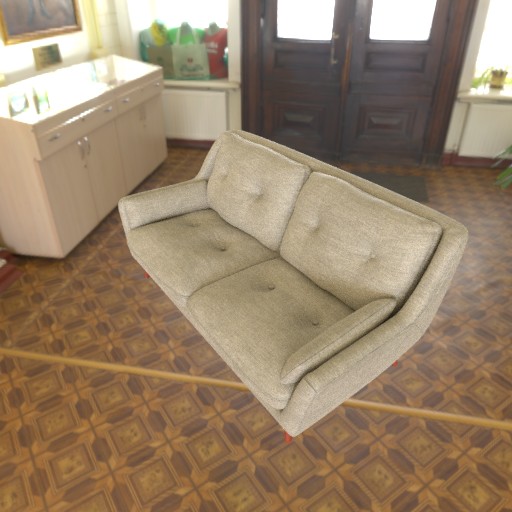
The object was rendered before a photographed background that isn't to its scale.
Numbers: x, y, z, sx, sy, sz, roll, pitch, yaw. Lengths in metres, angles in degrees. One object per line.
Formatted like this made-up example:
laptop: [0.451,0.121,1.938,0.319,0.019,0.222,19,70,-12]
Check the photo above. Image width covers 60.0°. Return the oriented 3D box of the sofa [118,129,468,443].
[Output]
sofa: [0.000,0.000,2.446,0.976,0.897,1.930,-20,37,-29]
